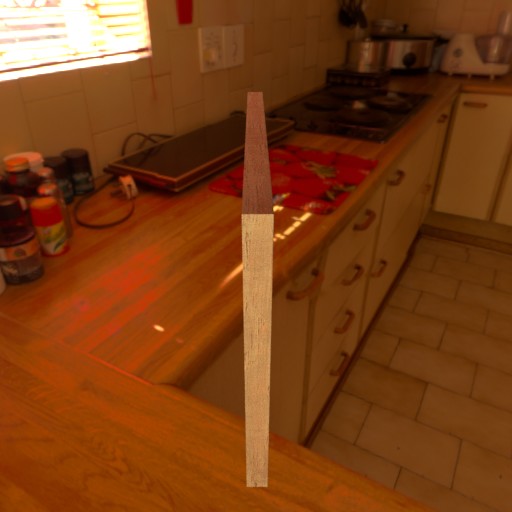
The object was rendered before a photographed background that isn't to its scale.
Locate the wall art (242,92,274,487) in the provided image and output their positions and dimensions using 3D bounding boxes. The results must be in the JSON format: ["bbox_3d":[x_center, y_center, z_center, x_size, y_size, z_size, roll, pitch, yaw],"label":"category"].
[{"bbox_3d":[0.000,0.000,1.788,0.070,1.009,1.320,0,31,0],"label":"wall art"}]
